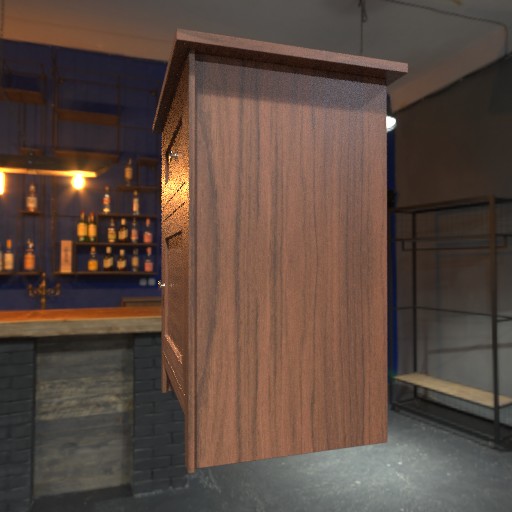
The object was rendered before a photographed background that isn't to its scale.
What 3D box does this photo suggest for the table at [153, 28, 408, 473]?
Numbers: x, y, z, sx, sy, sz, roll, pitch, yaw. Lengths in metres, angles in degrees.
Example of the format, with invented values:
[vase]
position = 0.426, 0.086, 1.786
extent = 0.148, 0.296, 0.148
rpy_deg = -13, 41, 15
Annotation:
[table]
position = 0.000, 0.000, 0.906
extent = 0.381, 0.636, 0.480
rpy_deg = 0, -1, -17
